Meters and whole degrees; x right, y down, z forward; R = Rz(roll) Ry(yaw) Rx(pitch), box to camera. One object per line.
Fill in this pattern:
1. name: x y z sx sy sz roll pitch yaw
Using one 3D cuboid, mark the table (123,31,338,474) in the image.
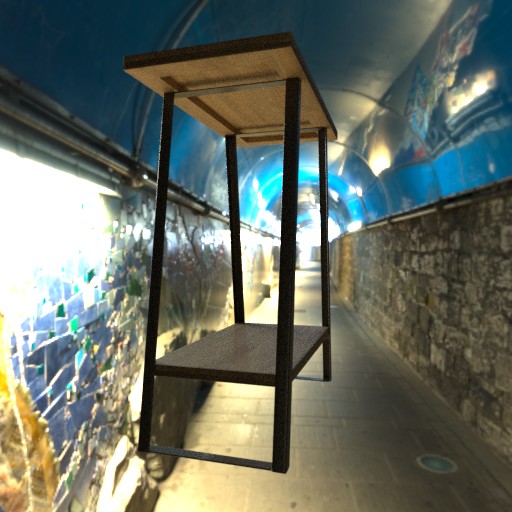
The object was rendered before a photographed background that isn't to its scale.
1. table: 0.000 0.000 1.017 0.300 0.701 0.599 0 1 17
